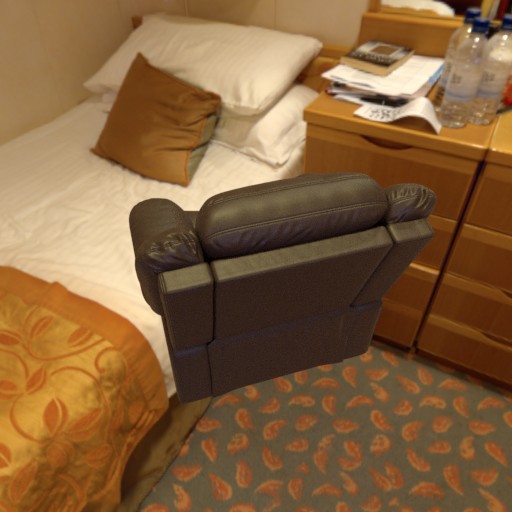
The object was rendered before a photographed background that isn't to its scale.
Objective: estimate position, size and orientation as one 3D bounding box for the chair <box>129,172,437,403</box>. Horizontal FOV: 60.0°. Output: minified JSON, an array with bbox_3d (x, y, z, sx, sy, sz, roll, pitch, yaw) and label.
[{"bbox_3d":[0.000,0.000,1.733,0.899,1.009,0.934,-12,42,-13],"label":"chair"}]
